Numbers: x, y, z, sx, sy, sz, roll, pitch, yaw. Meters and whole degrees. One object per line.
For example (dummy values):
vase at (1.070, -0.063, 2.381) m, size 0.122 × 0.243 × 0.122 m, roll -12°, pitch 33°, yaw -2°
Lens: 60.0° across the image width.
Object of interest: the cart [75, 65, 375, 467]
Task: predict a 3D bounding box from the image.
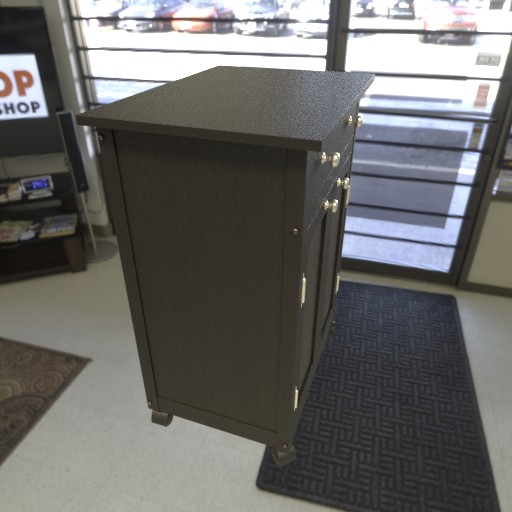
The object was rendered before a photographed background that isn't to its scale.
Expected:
cart at (0.000, 0.000, 1.228) m, size 0.456 × 0.879 × 0.660 m, roll 11°, pitch 33°, yaw 17°
